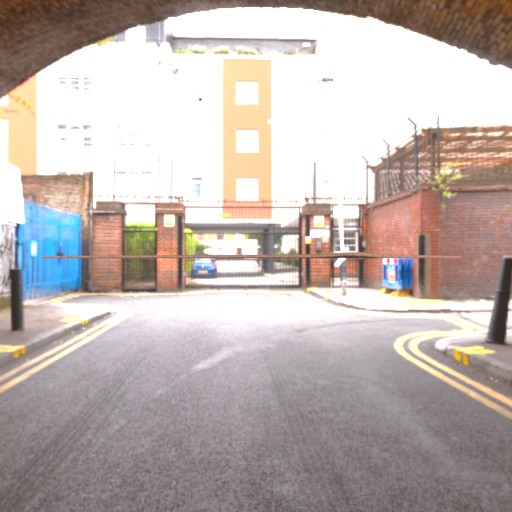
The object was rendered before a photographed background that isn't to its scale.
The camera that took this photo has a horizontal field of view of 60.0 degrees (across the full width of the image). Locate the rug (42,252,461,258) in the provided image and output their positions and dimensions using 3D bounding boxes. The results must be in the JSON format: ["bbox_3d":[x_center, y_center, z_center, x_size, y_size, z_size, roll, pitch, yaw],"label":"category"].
[{"bbox_3d":[0.000,0.000,4.105,3.052,0.043,2.453,0,0,36],"label":"rug"}]
